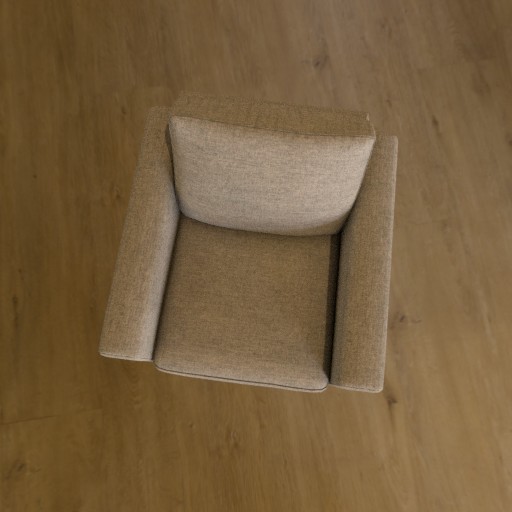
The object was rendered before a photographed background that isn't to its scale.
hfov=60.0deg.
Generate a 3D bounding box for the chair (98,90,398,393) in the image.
[{"bbox_3d":[0.000,0.000,1.853,1.024,1.010,1.038,7,76,2],"label":"chair"}]
